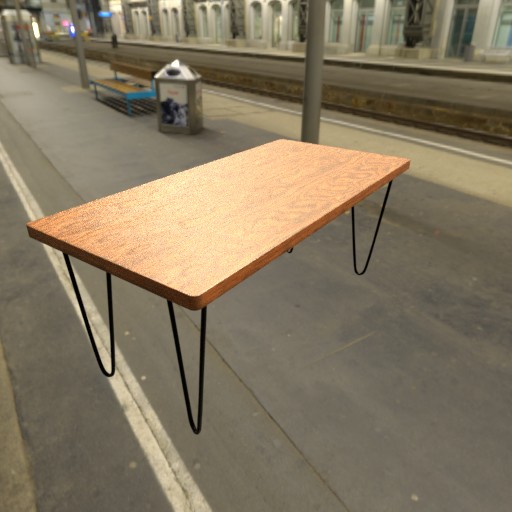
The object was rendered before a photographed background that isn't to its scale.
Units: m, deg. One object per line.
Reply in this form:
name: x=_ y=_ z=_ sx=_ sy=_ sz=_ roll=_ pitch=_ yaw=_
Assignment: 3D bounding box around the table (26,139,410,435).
table: x=0.000 y=0.000 z=2.269 sx=0.883 sy=0.753 sz=1.791 roll=18 pitch=33 yaw=31
